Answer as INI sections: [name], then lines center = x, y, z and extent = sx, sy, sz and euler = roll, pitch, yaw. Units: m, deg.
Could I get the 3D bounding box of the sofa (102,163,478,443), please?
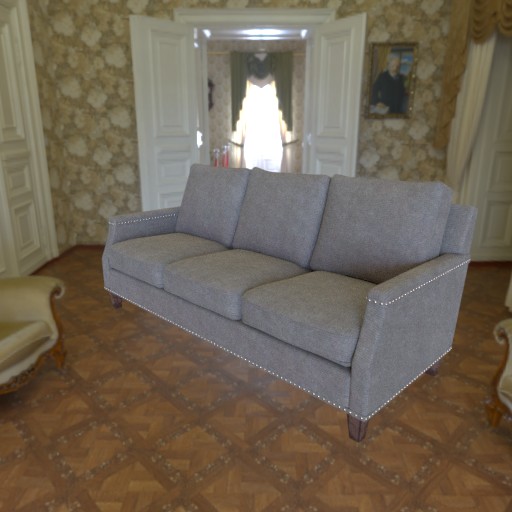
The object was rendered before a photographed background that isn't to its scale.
[sofa]
center = 0.000, 0.000, 2.768
extent = 2.226, 1.042, 1.034
euler = 15, 22, 43
